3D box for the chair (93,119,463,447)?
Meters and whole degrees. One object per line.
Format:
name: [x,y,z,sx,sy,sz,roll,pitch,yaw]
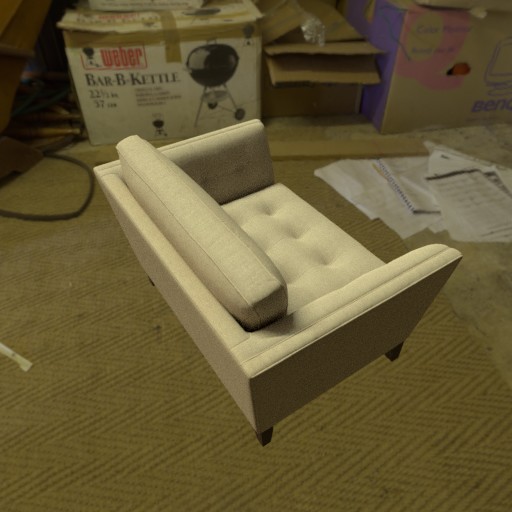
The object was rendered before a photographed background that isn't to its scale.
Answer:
chair: [0.000,0.000,2.090,0.965,0.940,1.397,-24,47,-24]
